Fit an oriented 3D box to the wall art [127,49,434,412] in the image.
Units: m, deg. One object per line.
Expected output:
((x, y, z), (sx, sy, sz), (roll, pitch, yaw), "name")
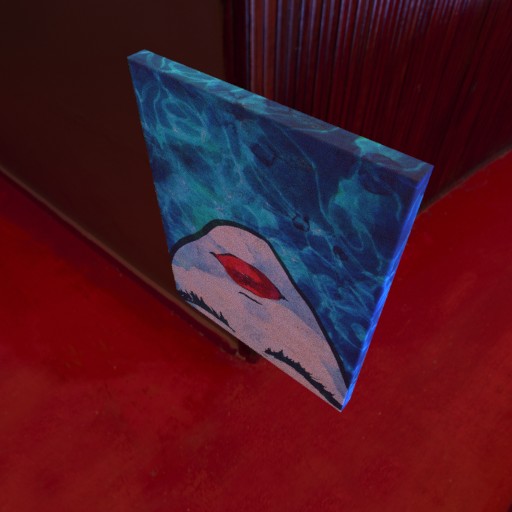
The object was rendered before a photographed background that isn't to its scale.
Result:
((0.000, 0.000, 0.853), (0.508, 0.635, 0.038), (31, 55, 25), "wall art")
